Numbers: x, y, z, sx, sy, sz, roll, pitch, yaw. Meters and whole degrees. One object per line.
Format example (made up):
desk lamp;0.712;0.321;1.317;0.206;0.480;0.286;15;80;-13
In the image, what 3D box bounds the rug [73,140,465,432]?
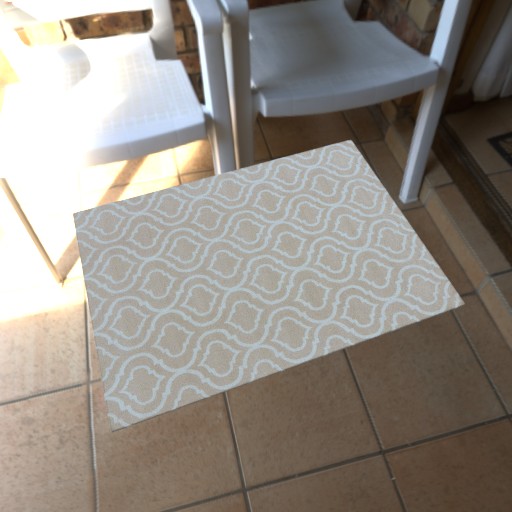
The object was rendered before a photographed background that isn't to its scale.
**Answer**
rug;0.000;0.000;2.859;2.134;0.010;1.524;-17;58;-11
